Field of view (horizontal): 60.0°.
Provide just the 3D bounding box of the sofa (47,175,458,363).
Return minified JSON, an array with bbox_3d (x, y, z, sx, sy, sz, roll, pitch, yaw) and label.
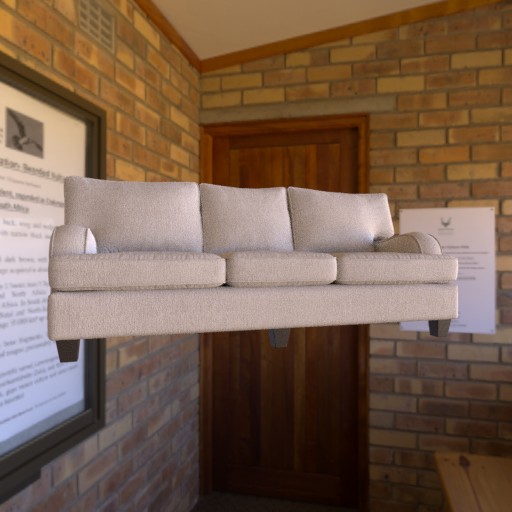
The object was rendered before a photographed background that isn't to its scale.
[{"bbox_3d":[0.000,0.000,2.807,2.323,0.991,1.016,0,0,-18],"label":"sofa"}]
